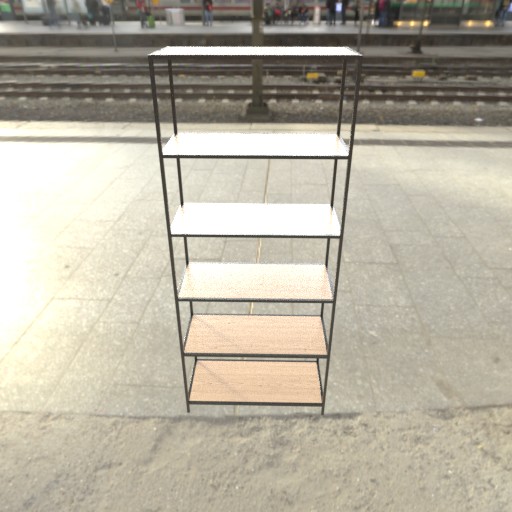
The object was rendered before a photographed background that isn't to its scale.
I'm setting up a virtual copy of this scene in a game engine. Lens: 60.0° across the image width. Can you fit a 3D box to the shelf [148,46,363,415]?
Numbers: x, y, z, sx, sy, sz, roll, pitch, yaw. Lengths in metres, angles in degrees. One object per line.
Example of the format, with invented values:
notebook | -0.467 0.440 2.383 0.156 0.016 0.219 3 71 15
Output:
shelf | 0.000 0.000 2.192 0.770 1.850 0.350 1 30 1
